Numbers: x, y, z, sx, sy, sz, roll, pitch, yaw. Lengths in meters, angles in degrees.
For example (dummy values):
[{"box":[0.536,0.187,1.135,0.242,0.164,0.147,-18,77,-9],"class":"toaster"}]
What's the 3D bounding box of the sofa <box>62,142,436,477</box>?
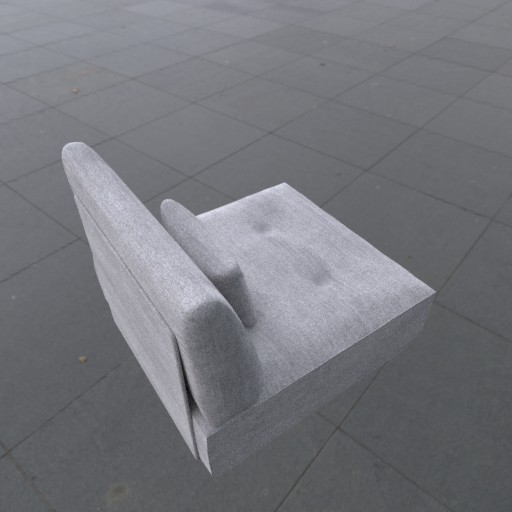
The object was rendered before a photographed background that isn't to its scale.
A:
[{"box":[0.000,0.000,1.657,1.000,0.820,0.930,-25,47,-25],"class":"sofa"}]
